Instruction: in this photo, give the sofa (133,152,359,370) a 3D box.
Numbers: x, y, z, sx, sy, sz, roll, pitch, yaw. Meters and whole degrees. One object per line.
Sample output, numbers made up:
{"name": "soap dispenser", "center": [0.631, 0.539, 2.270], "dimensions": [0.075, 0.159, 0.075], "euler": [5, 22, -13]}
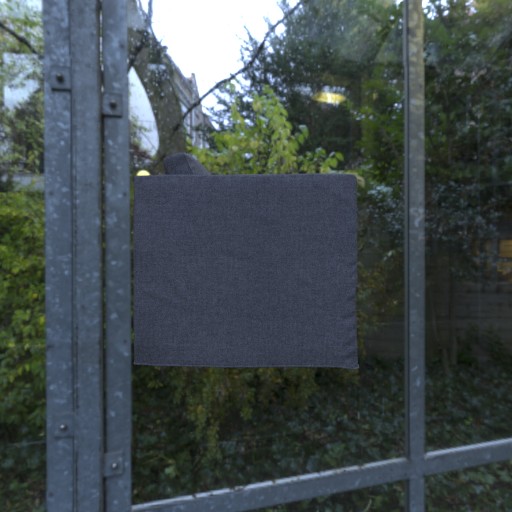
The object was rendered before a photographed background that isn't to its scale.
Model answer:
{"name": "sofa", "center": [0.000, 0.000, 3.309], "dimensions": [1.036, 0.998, 2.779], "euler": [0, 0, 2]}
